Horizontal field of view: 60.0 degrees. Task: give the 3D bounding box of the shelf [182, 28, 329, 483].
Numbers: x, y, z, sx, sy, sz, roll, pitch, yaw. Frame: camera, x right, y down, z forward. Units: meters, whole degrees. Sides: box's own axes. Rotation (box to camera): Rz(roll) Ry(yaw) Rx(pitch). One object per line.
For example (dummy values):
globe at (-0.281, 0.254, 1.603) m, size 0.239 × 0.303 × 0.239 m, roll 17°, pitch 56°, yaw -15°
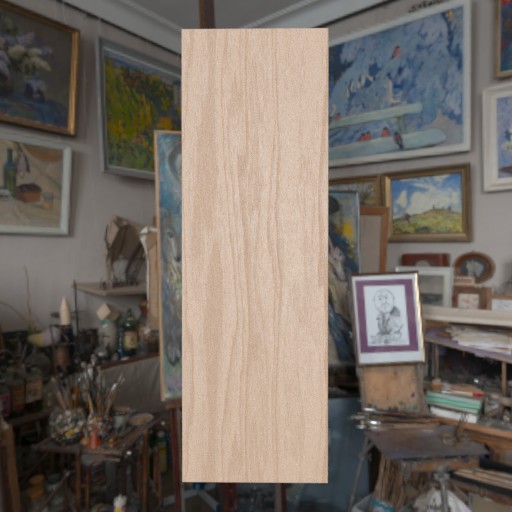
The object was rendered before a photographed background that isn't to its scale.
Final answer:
shelf at (0.000, 0.000, 1.028) m, size 0.290 × 0.900 × 0.300 m, roll 0°, pitch 1°, yaw 1°
